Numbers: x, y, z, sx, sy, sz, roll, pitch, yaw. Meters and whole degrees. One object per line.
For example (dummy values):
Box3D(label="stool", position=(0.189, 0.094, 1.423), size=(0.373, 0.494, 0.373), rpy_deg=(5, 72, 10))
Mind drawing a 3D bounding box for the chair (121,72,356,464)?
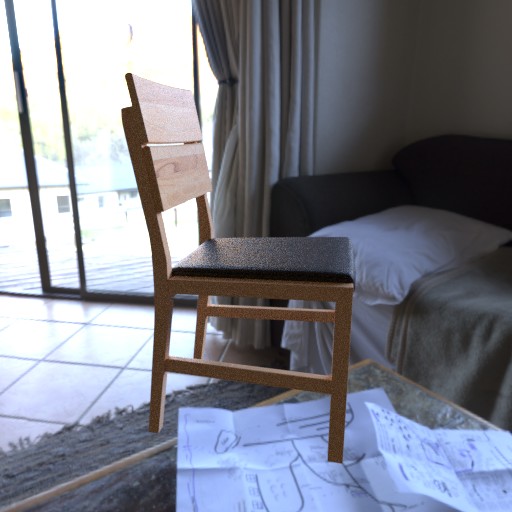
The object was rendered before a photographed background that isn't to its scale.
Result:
Box3D(label="chair", position=(0.000, 0.000, 1.284), size=(0.560, 0.950, 0.475), rpy_deg=(3, 16, 10))
